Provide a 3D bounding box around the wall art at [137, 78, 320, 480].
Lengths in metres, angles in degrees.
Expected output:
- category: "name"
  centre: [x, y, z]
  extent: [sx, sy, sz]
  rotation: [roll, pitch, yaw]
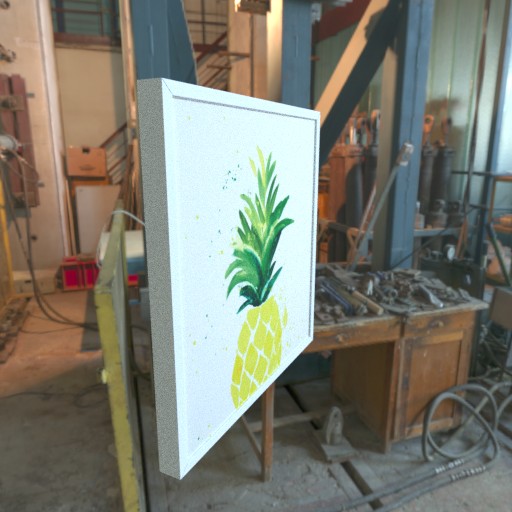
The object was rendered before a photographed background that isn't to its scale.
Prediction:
- category: "wall art"
  centre: [0.000, 0.000, 0.763]
  extent: [0.035, 0.507, 0.508]
  rotation: [7, 15, 27]
